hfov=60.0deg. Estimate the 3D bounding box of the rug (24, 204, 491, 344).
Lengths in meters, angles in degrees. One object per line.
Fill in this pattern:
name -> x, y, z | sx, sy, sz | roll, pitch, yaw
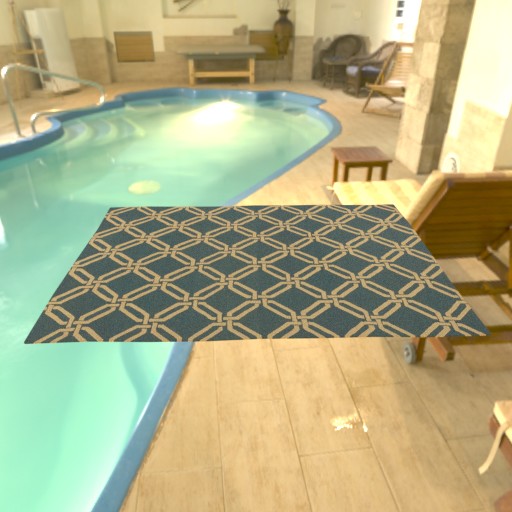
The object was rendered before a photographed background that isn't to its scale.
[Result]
rug -> 0.000, 0.000, 2.653 | 2.135, 0.013, 1.524 | -1, 30, -1
